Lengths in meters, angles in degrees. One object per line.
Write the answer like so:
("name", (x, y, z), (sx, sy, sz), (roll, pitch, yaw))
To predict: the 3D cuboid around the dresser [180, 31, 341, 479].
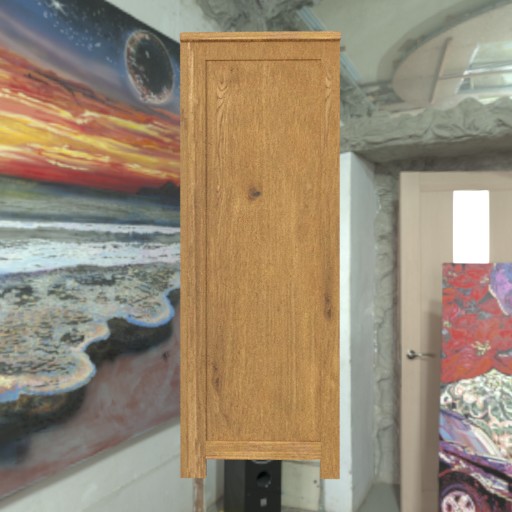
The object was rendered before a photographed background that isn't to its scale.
("dresser", (0.000, 0.000, 1.950), (0.558, 1.431, 1.081), (0, 0, 1))
